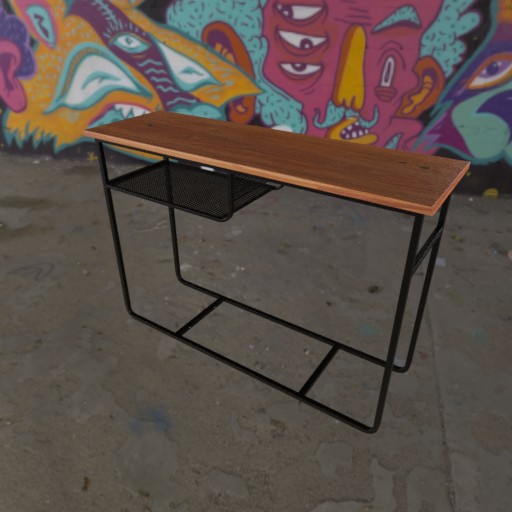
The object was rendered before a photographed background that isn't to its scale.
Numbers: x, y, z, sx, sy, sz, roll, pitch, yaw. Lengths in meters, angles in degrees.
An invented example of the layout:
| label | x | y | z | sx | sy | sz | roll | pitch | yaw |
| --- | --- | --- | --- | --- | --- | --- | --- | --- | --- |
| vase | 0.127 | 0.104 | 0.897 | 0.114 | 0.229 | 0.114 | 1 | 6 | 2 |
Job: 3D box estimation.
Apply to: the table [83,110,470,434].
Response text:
| label | x | y | z | sx | sy | sz | roll | pitch | yaw |
| --- | --- | --- | --- | --- | --- | --- | --- | --- | --- |
| table | 0.000 | 0.000 | 1.474 | 1.100 | 0.750 | 0.350 | 19 | 35 | 29 |
